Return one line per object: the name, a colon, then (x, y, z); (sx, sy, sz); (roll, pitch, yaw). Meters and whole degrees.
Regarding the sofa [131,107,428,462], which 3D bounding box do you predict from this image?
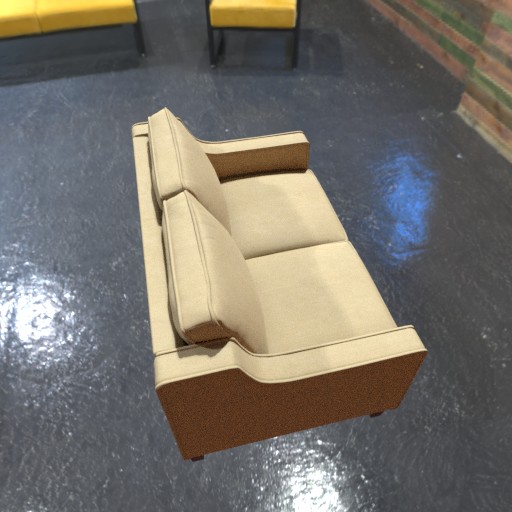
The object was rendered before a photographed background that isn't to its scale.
sofa: (0.000, 0.000, 2.145); (0.987, 0.971, 1.501); (-10, 48, -9)
